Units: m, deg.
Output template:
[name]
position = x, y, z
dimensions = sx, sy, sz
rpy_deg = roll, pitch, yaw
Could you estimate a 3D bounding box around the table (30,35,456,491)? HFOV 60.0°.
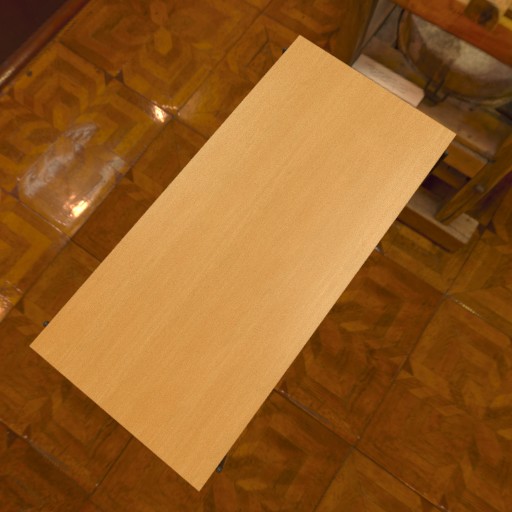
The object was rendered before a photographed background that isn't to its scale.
[table]
position = 0.000, 0.000, 2.208
dimensions = 0.900, 0.758, 1.800
rpy_deg = 36, 79, 9
